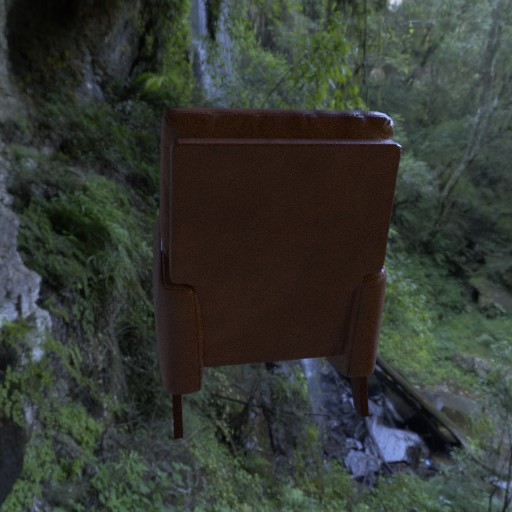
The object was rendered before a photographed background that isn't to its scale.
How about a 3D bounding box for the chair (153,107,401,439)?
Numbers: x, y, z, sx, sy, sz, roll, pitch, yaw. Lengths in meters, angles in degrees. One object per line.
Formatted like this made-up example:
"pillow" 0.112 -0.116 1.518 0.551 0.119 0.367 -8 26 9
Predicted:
"chair" 0.000 0.000 1.666 0.762 0.990 0.990 -3 13 -11
